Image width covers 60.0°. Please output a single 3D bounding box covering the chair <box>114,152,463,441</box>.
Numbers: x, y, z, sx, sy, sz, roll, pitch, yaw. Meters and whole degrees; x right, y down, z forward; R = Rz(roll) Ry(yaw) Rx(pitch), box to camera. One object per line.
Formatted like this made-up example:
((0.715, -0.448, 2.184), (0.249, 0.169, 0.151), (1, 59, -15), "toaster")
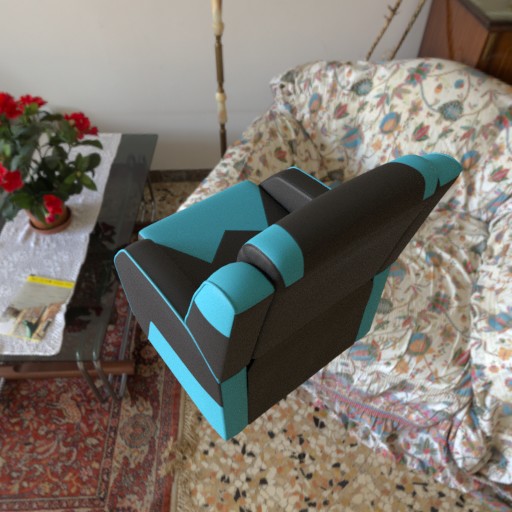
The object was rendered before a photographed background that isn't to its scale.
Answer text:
((0.000, 0.000, 1.251), (0.620, 0.805, 0.672), (-30, 54, -25), "chair")
